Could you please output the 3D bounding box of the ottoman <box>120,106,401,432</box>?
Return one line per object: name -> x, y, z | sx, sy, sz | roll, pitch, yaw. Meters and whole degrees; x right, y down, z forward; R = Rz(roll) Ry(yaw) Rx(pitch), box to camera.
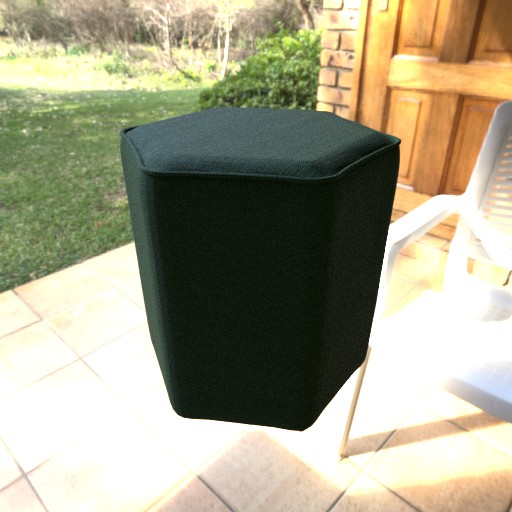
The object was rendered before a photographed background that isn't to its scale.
ottoman -> 0.000, 0.000, 0.889 | 0.444, 0.507, 0.499 | 21, 36, 32
